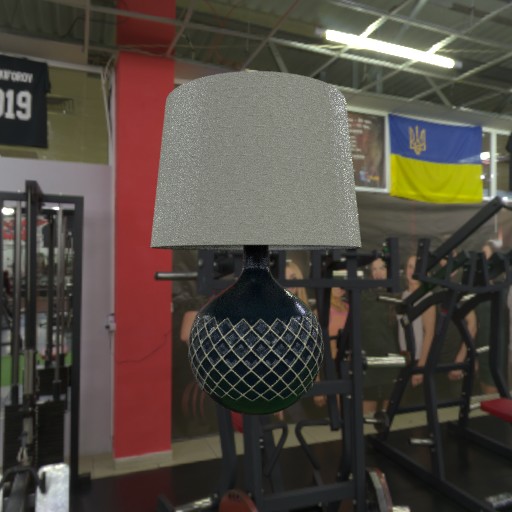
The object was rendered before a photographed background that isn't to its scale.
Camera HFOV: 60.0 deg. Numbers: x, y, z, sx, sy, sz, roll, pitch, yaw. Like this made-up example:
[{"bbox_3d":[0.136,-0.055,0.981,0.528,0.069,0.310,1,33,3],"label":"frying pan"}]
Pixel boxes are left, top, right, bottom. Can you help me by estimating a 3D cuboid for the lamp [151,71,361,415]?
[{"bbox_3d":[0.000,0.000,0.810,0.376,0.540,0.376,0,-1,0],"label":"lamp"}]
